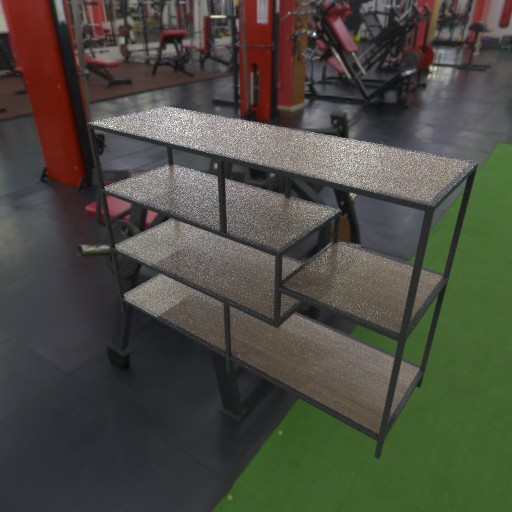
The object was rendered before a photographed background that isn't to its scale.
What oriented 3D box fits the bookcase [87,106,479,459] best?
[{"bbox_3d":[0.000,0.000,1.484,1.140,0.780,0.350,21,36,32],"label":"bookcase"}]
